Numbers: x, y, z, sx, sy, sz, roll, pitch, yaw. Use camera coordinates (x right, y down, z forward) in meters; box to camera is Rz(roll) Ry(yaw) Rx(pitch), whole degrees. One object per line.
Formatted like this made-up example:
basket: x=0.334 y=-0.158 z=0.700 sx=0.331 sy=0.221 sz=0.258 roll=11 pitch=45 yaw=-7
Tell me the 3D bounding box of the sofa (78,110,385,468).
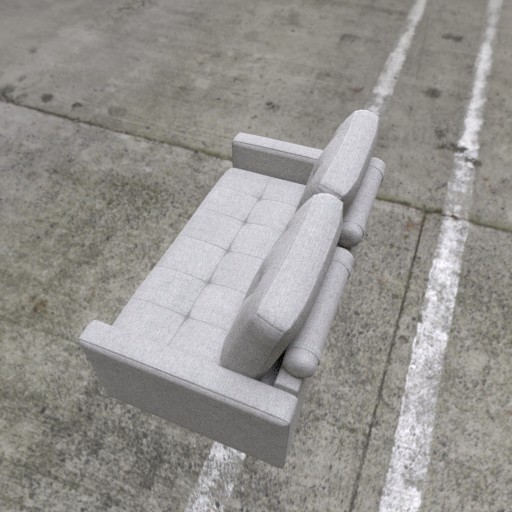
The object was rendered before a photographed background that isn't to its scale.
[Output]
sofa: x=0.000 y=0.000 z=1.945 sx=0.842 sy=0.907 sz=1.407 roll=17 pitch=50 yaw=15
